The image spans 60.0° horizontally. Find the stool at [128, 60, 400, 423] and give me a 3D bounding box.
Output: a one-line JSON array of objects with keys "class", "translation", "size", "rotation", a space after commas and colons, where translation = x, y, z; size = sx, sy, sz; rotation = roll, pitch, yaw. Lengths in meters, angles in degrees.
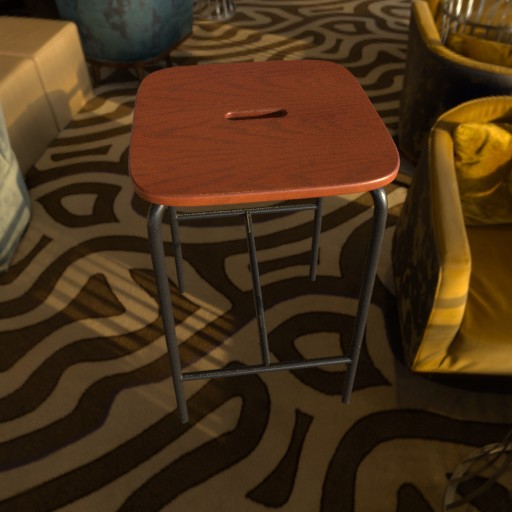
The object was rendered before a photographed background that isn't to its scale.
[{"class": "stool", "translation": [0.000, 0.000, 0.873], "size": [0.376, 0.610, 0.376], "rotation": [-5, 47, -5]}]
